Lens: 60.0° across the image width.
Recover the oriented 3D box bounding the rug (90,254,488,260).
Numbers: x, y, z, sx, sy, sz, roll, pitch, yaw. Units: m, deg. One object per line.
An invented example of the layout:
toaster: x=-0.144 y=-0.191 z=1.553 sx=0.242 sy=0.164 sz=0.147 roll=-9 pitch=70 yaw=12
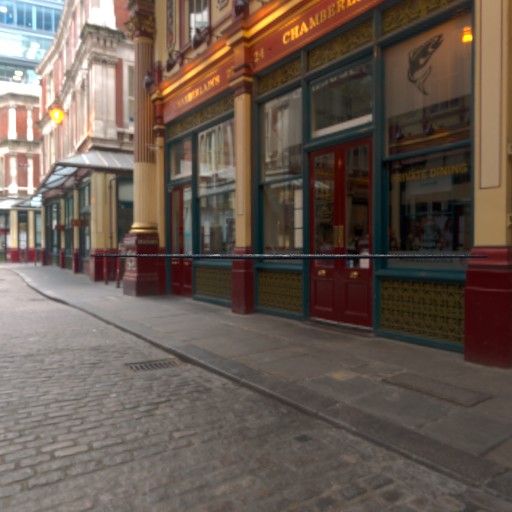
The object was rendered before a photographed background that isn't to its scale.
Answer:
rug: x=0.000 y=0.000 z=2.941 sx=1.528 sy=0.014 sz=2.294 roll=0 pitch=0 yaw=-36
